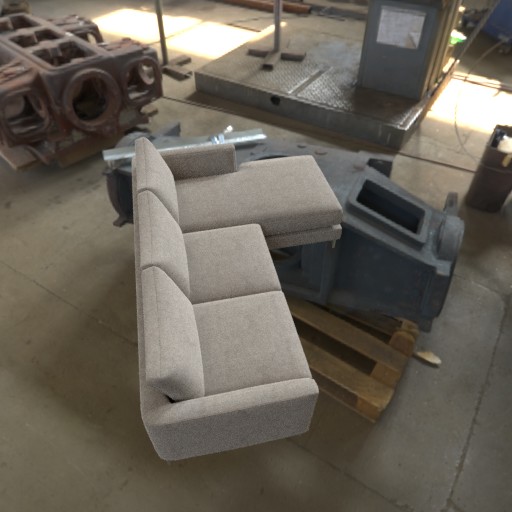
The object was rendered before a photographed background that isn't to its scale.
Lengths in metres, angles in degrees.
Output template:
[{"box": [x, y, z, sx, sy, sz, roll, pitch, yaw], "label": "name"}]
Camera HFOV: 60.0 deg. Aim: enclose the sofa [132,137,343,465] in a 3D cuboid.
[{"box": [0.000, 0.000, 3.155, 1.626, 0.864, 2.438, -9, 46, -9], "label": "sofa"}]
